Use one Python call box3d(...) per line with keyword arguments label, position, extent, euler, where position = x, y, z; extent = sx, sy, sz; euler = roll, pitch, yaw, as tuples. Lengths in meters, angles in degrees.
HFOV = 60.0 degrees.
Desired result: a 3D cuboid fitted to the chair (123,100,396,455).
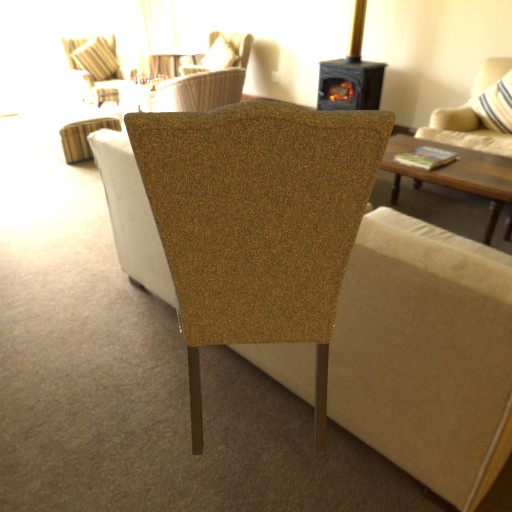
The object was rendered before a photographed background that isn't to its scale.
box3d(label="chair", position=(0.000, 0.000, 1.250), extent=(0.518, 0.946, 0.589), euler=(-1, 31, -2))
